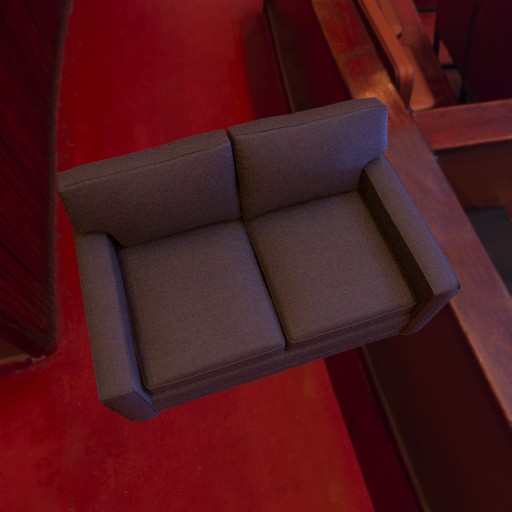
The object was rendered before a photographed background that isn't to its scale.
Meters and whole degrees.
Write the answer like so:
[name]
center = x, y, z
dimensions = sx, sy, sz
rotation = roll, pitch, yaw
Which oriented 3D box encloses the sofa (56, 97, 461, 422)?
[sofa]
center = 0.000, 0.000, 2.072
dimensions = 1.534, 0.887, 0.974
rotation = -16, 63, -8
